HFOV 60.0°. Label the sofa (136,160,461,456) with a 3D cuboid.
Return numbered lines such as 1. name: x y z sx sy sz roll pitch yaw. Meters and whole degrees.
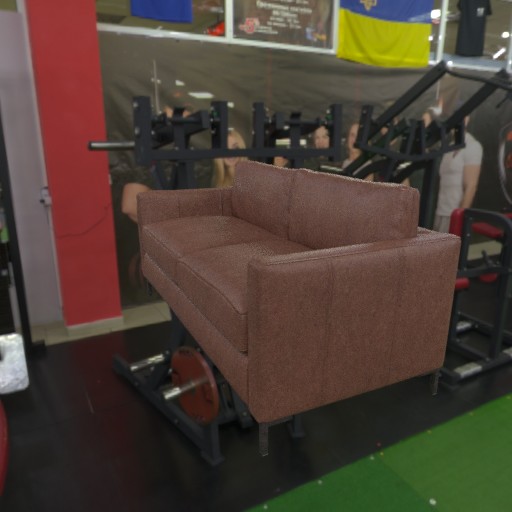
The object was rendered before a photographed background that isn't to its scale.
1. sofa: 0.000 0.000 2.301 0.899 0.883 1.797 -8 18 -26
